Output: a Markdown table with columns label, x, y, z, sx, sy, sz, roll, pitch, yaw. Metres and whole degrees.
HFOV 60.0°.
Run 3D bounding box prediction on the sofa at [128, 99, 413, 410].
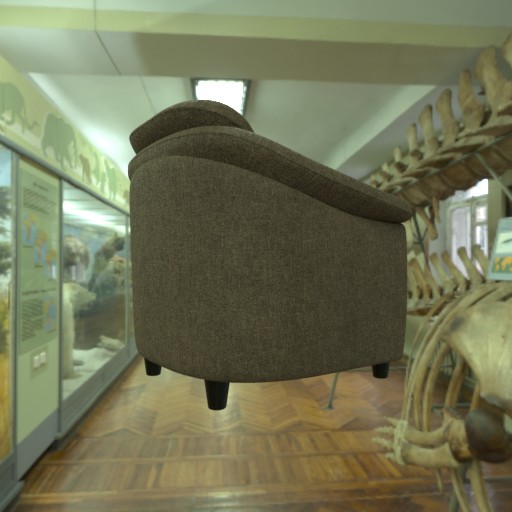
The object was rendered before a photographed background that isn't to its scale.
| label | x | y | z | sx | sy | sz | roll | pitch | yaw |
| --- | --- | --- | --- | --- | --- | --- | --- | --- | --- |
| sofa | 0.000 | 0.000 | 1.510 | 0.794 | 0.811 | 0.870 | 1 | -1 | -35 |
